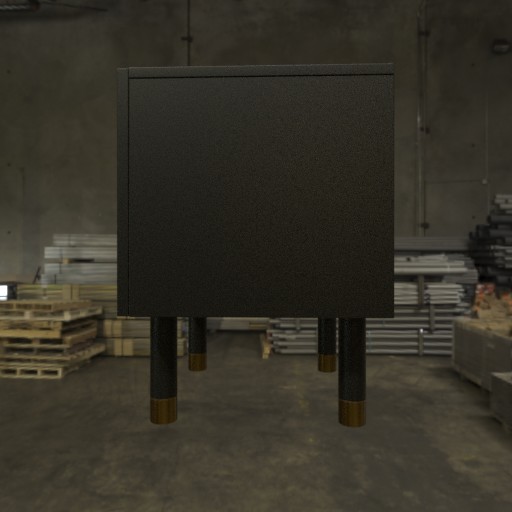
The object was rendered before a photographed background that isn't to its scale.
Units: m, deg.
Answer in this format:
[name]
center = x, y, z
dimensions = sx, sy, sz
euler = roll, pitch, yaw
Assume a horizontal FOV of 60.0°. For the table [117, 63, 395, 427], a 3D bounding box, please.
[table]
center = 0.000, 0.000, 0.961
dimensions = 0.441, 0.584, 0.564
euler = 0, 0, 2
